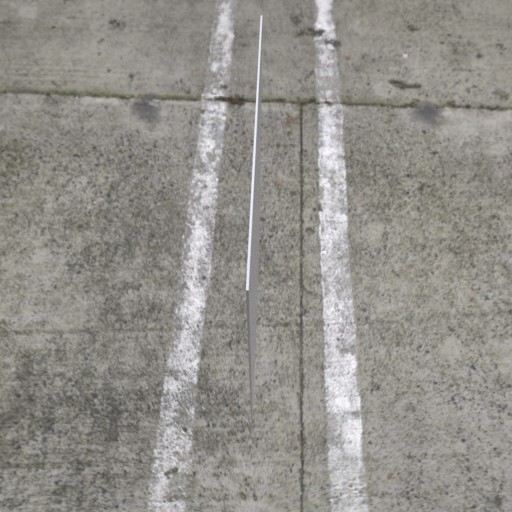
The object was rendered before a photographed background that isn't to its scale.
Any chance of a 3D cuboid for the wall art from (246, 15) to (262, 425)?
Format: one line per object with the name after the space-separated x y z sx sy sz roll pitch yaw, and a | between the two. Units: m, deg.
0.000 0.000 0.792 0.003 0.609 0.457 2 58 1 | wall art
